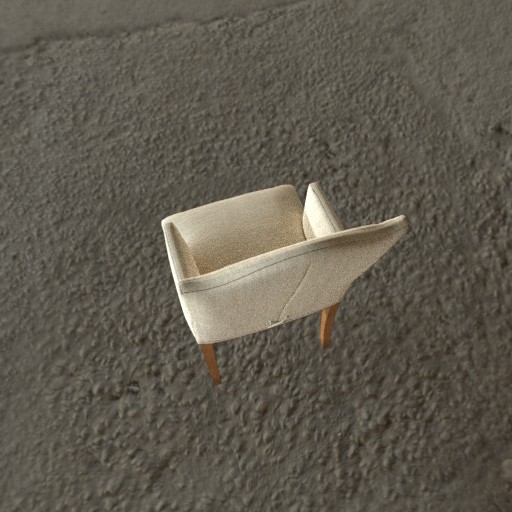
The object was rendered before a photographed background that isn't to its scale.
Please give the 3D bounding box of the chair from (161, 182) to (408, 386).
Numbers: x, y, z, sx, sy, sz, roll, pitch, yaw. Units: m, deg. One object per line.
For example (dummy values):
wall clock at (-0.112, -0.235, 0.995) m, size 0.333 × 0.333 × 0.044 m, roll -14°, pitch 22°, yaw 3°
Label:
chair at (0.000, 0.000, 1.413) m, size 0.533 × 1.016 × 0.641 m, roll -16°, pitch 61°, yaw -10°
